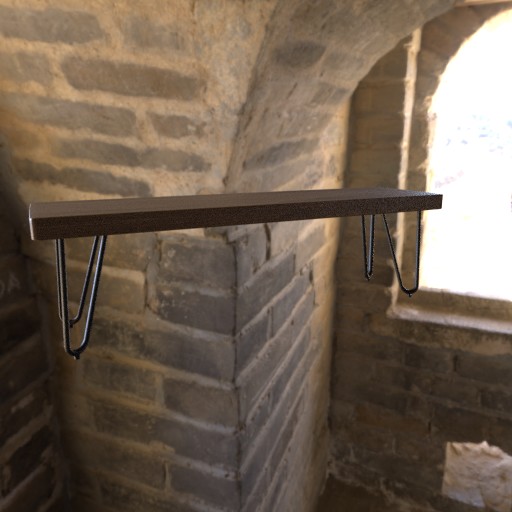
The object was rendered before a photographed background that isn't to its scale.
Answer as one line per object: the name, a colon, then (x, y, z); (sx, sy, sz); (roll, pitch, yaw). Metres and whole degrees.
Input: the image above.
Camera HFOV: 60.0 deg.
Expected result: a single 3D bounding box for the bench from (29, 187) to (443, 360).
bench: (0.000, 0.000, 1.768); (1.570, 0.462, 0.425); (-6, 15, -25)
